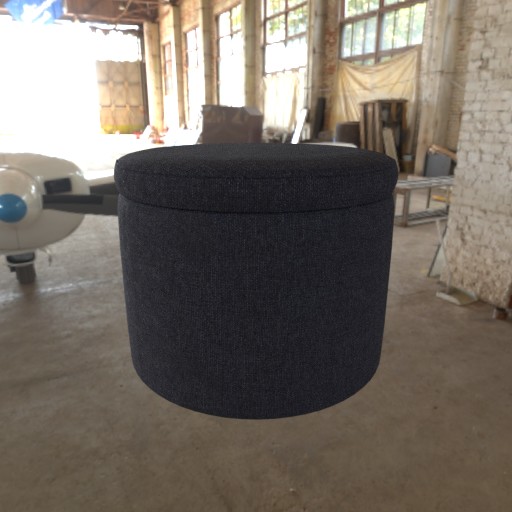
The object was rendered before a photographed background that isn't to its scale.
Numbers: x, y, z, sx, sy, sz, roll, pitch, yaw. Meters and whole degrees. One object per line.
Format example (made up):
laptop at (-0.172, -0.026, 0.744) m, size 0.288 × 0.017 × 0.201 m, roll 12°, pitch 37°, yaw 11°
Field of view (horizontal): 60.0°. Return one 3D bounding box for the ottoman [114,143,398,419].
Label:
ottoman at (0.000, 0.000, 0.895) m, size 0.520 × 0.430 × 0.520 m, roll 0°, pitch 18°, yaw 0°
